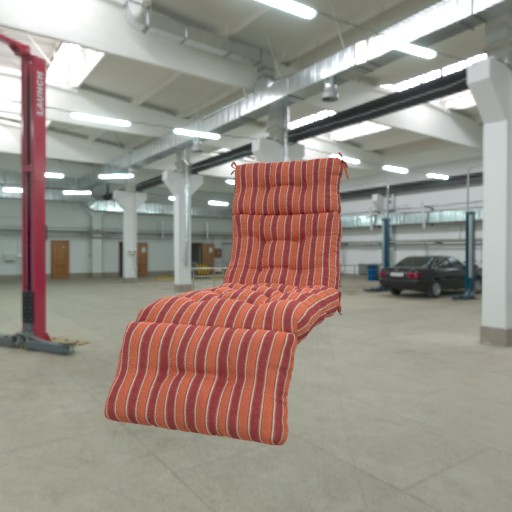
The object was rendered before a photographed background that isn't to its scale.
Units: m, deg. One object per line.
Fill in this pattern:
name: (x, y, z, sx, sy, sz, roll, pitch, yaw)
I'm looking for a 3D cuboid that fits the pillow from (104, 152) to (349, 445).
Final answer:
pillow: (0.000, 0.000, 1.519, 0.526, 0.863, 1.016, 0, 0, 19)
